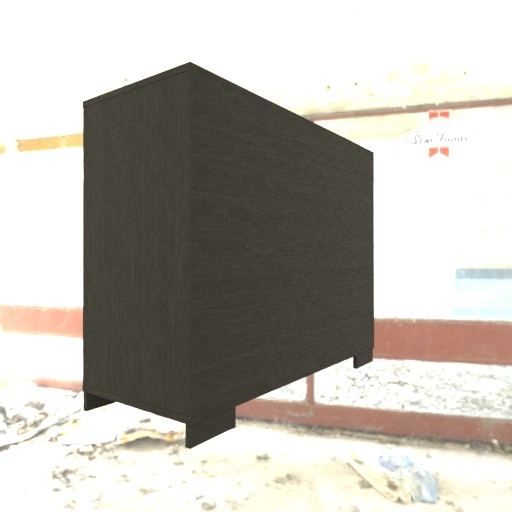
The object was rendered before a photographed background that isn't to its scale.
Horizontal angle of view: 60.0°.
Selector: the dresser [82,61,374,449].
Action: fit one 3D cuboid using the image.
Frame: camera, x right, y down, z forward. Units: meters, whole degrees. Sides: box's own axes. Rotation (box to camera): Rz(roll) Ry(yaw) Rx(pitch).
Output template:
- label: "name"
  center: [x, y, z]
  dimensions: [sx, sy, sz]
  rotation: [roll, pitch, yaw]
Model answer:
- label: "dresser"
  center: [0.000, 0.000, 1.447]
  dimensions: [0.404, 0.816, 0.994]
  rotation: [0, 0, 37]
